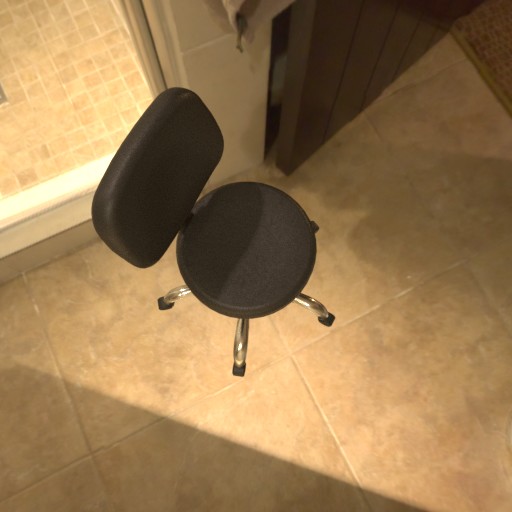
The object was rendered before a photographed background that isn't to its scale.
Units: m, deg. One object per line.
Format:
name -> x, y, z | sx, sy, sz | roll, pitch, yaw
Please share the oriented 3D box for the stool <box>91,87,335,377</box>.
stool -> 0.000, 0.000, 1.312 | 0.648, 0.862, 0.673 | 25, 75, 7
